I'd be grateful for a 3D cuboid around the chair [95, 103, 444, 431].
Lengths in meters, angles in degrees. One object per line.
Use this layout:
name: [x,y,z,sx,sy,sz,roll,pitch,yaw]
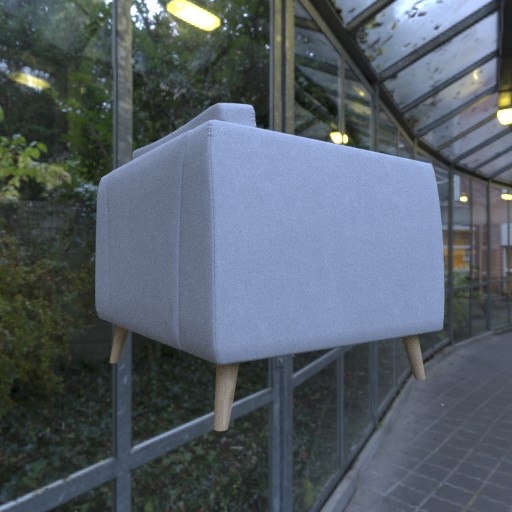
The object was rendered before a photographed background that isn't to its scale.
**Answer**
chair: [0.000,0.000,1.676,0.930,0.860,1.000,0,0,-35]
